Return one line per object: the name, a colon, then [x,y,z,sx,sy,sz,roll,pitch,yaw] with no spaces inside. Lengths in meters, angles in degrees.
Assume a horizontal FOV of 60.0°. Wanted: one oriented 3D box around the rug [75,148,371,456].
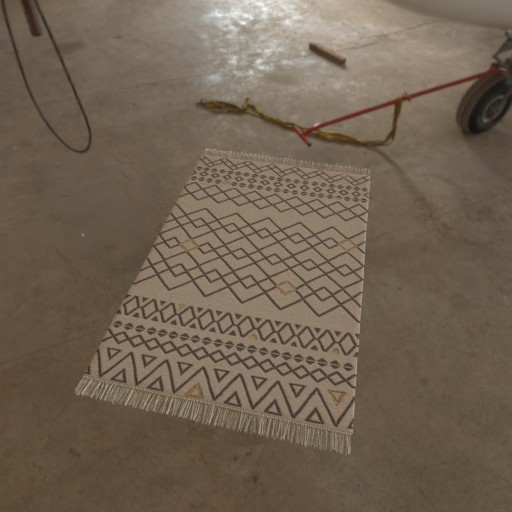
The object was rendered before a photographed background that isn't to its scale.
rug: [0.000,0.000,2.550,1.224,0.028,2.023,9,47,9]
